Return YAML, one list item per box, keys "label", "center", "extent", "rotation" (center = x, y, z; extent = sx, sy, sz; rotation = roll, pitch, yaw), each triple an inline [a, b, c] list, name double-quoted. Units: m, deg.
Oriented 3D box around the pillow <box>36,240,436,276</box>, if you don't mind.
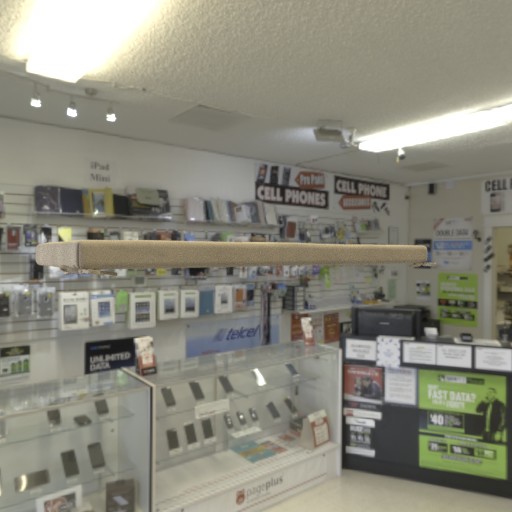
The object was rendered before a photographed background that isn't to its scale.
- label: "pillow"
  center: [0.000, 0.000, 1.347]
  extent: [1.187, 0.081, 0.492]
  rotation: [0, 0, -35]
